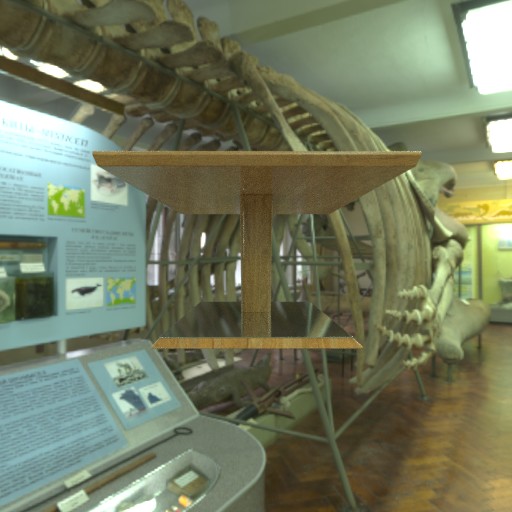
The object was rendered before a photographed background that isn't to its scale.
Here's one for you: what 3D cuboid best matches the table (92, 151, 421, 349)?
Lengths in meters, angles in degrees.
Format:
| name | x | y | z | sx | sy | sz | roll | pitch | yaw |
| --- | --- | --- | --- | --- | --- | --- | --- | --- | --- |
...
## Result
| name | x | y | z | sx | sy | sz | roll | pitch | yaw |
| --- | --- | --- | --- | --- | --- | --- | --- | --- | --- |
| table | 0.000 | 0.000 | 1.480 | 0.692 | 0.441 | 1.100 | 0 | 0 | 0 |
